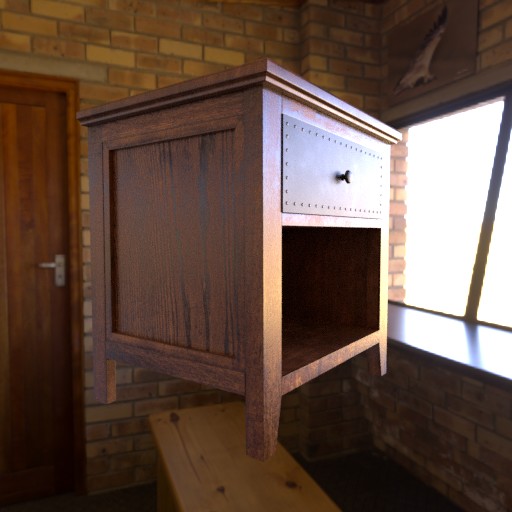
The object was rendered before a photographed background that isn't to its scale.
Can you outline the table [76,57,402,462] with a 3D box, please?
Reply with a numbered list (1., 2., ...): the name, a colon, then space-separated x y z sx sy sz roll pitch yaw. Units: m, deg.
1. table: 0.000 0.000 1.001 0.461 0.597 0.586 2 4 36
